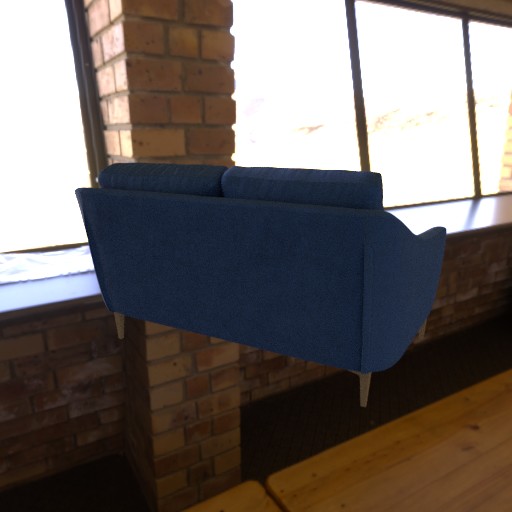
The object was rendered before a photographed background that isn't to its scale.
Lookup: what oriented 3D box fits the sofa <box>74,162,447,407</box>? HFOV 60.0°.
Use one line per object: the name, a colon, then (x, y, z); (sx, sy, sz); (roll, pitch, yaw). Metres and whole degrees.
sofa: (0.000, 0.000, 2.154); (1.619, 0.902, 0.960); (8, 18, 27)
